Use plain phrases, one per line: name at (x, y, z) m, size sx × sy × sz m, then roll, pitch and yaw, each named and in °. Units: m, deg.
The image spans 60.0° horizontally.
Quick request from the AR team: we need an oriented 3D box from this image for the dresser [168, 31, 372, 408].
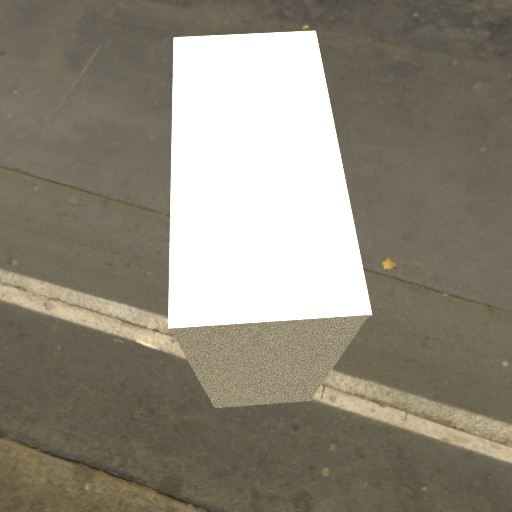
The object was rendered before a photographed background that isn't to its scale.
dresser at (0.000, 0.000, 1.464) m, size 0.380 × 1.040 × 0.800 m, roll -4°, pitch 63°, yaw -2°
